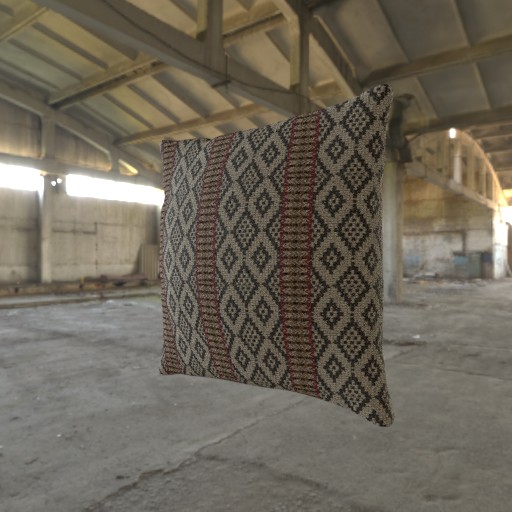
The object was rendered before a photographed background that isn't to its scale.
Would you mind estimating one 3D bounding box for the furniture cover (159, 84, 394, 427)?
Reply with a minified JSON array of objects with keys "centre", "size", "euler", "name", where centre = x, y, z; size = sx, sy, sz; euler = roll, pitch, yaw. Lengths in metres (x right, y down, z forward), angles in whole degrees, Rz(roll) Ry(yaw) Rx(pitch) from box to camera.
[{"centre":[0.000,0.000,0.804],"size":[0.503,0.506,0.182],"euler":[0,0,37],"name":"furniture cover"}]
